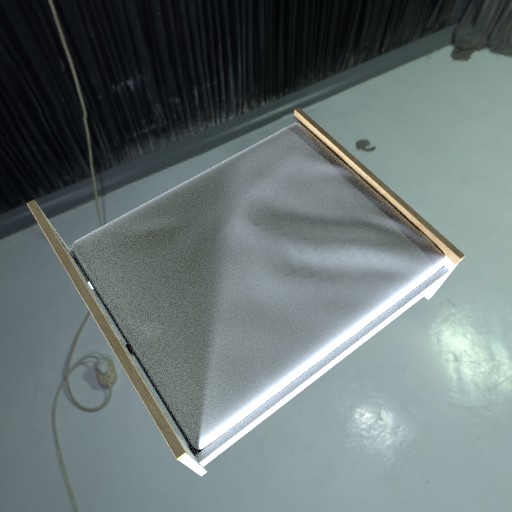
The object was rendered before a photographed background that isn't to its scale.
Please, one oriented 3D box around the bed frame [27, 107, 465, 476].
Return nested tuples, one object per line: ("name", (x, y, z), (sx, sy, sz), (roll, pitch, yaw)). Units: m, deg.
("bed frame", (0.000, 0.000, 2.936), (2.050, 0.980, 1.670), (-32, 65, -17))
